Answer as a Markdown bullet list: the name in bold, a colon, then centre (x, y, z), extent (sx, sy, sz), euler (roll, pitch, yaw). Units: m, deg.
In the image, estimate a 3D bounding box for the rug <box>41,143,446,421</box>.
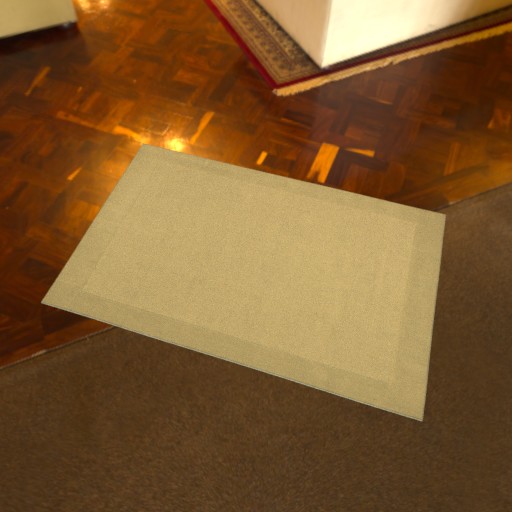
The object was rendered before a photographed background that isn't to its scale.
- **rug**: centre (0.000, 0.000, 3.061), extent (2.438, 0.014, 1.524), euler (15, 59, 9)
